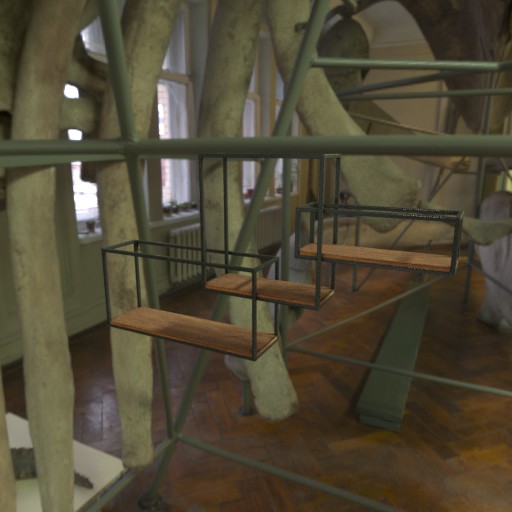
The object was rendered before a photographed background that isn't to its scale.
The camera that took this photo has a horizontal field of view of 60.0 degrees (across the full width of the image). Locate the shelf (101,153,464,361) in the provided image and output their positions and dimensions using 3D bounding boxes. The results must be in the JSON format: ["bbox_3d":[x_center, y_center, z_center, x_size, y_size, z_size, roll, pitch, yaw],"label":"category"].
[{"bbox_3d":[0.000,0.000,2.157,1.781,0.972,0.275,7,15,26],"label":"shelf"}]
